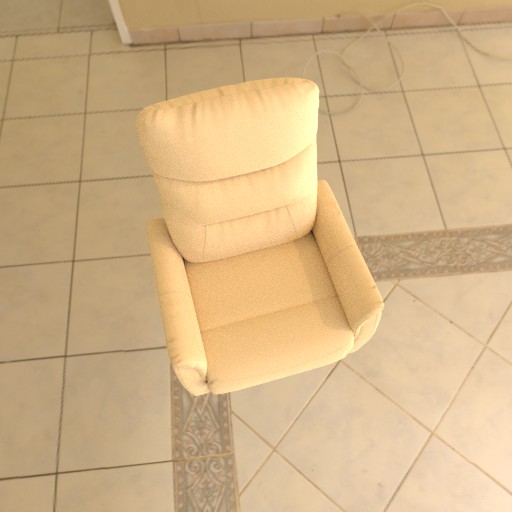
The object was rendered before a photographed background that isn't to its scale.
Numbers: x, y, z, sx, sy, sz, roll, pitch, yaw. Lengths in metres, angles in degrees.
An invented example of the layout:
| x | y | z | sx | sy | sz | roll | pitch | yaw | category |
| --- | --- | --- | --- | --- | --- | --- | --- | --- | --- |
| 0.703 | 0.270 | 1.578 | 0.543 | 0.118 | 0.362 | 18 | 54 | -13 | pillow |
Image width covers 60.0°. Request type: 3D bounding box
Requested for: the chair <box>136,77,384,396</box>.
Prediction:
| x | y | z | sx | sy | sz | roll | pitch | yaw | category |
| --- | --- | --- | --- | --- | --- | --- | --- | --- | --- |
| 0.000 | 0.000 | 1.656 | 0.775 | 1.082 | 0.831 | -14 | 67 | -6 | chair |
